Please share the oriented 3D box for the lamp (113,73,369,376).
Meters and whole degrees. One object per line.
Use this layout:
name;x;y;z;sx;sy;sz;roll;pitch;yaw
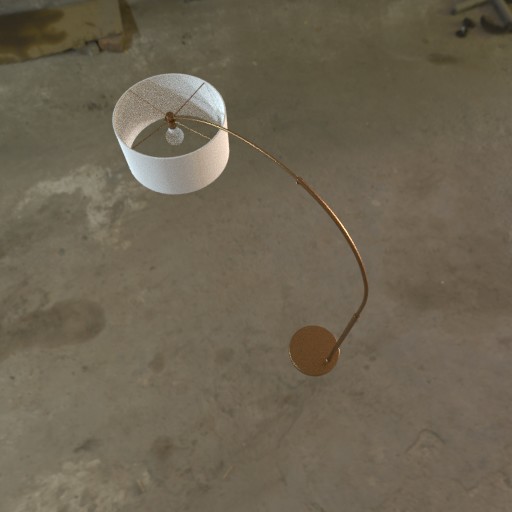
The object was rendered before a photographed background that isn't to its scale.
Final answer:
lamp;0.000;0.000;2.567;1.434;1.927;0.493;34;69;15
